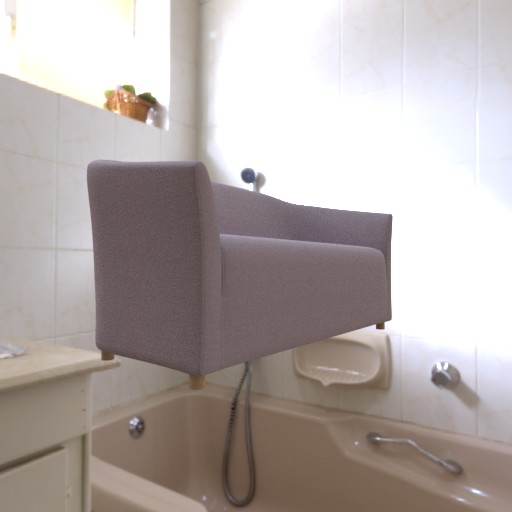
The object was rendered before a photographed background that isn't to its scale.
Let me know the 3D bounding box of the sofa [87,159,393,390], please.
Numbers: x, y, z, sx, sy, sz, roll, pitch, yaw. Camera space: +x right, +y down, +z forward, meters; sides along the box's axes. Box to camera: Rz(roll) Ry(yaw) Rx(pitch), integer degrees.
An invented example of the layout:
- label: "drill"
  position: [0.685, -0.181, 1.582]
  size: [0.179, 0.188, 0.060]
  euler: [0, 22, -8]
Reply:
- label: "sofa"
  position: [0.000, 0.000, 1.879]
  size: [0.705, 0.721, 1.452]
  euler: [-1, -2, 36]
